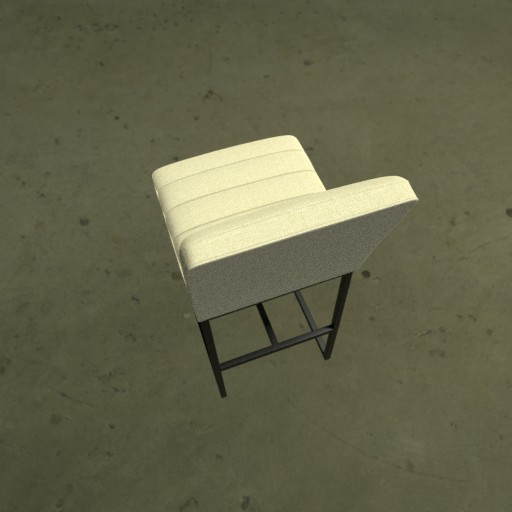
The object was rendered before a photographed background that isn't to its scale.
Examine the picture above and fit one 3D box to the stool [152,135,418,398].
[{"bbox_3d":[0.000,0.000,1.341,0.460,1.040,0.560,-17,60,-10],"label":"stool"}]
